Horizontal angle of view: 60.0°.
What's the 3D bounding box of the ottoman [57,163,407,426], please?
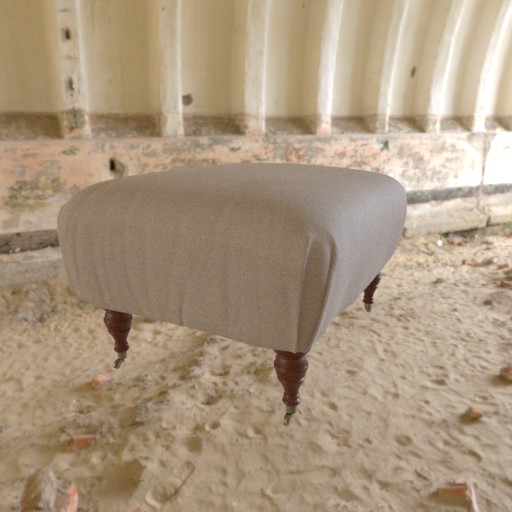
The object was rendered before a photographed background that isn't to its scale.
[{"bbox_3d":[0.000,0.000,1.127,0.622,0.450,0.746,9,18,27],"label":"ottoman"}]
